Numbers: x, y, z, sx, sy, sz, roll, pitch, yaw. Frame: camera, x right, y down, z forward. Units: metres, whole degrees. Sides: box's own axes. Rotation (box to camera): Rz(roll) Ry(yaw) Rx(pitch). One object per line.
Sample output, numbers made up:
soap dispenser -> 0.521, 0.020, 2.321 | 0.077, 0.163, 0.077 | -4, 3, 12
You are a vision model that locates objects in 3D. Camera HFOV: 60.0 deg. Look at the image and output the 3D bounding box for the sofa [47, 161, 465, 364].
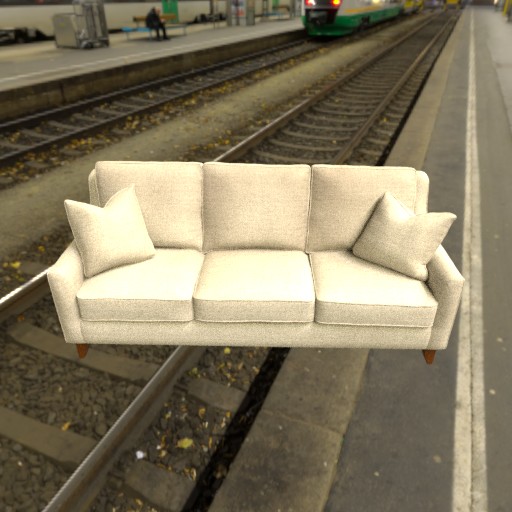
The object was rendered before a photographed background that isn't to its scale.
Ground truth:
sofa -> 0.000, 0.000, 2.501 | 2.031, 0.914, 0.865 | 1, 31, 1
